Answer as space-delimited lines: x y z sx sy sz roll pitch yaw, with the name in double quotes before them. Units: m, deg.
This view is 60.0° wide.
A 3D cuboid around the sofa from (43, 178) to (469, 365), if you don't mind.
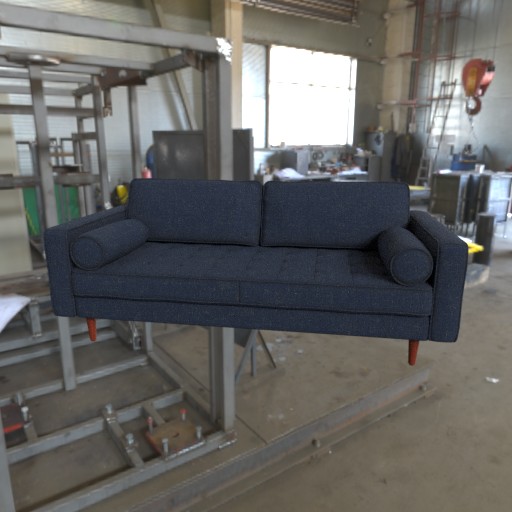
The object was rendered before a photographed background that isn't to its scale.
"sofa" 0.000 0.000 2.367 1.880 0.762 0.914 2 15 9
